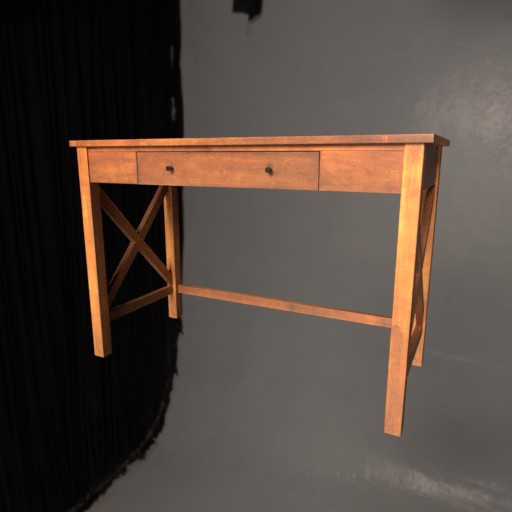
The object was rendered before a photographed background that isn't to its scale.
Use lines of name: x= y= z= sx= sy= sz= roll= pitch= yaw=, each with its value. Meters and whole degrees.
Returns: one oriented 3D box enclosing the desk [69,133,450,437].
desk: x=0.000 y=0.000 z=1.509 sx=1.117 sy=0.762 sz=0.508 roll=6 pitch=14 yaw=26
